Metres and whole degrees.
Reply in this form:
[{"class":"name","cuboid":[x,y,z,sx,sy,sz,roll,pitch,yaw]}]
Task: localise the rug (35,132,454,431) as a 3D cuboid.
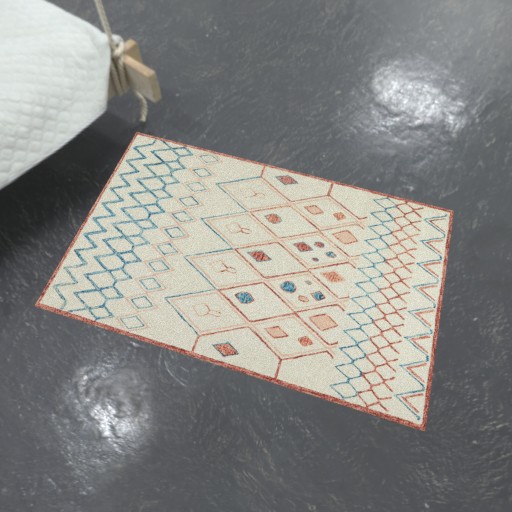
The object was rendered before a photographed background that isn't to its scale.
[{"class":"rug","cuboid":[0.000,0.000,2.956,2.438,0.015,1.524,16,63,8]}]
